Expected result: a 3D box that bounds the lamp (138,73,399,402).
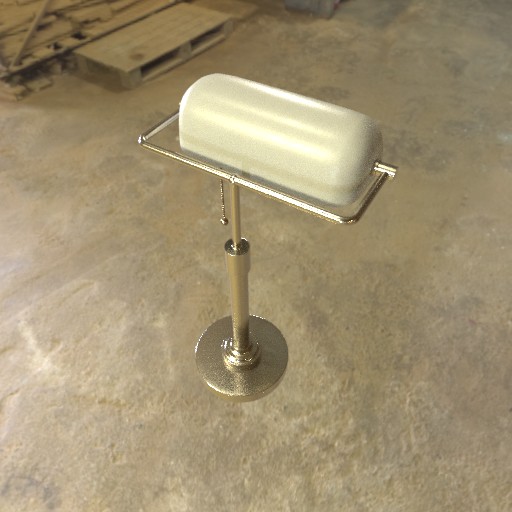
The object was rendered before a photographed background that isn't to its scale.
[{"bbox_3d":[0.000,0.000,0.575,0.269,0.404,0.227,24,52,21],"label":"lamp"}]
